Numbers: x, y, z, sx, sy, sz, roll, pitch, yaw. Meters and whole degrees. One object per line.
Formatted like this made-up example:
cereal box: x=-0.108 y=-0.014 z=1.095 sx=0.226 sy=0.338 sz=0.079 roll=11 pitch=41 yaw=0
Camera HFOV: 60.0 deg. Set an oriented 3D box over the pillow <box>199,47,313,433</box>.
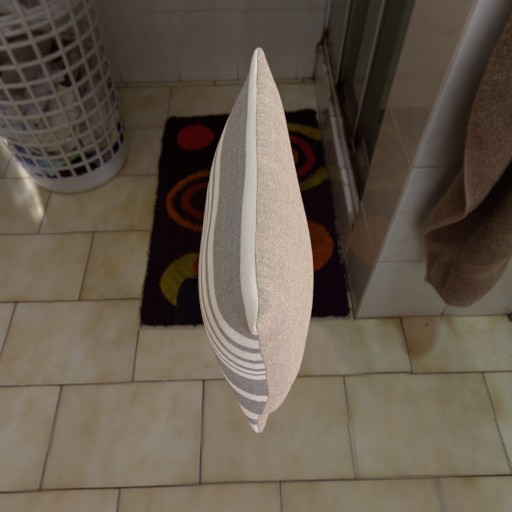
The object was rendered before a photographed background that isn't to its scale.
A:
pillow: x=0.000 y=0.000 z=0.691 sx=0.182 sy=0.440 sz=0.439 roll=1 pitch=57 yaw=0
